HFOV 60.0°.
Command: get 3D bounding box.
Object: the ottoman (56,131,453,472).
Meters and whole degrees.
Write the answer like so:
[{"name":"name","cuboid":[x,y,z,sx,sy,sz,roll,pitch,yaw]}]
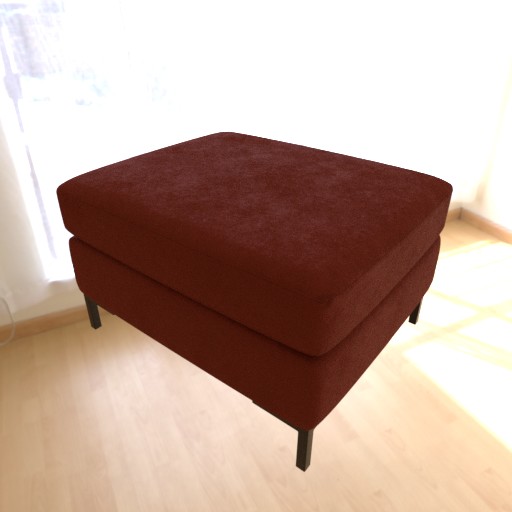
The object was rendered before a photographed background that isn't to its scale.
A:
[{"name":"ottoman","cuboid":[0.000,0.000,1.177,0.782,0.462,0.650,22,37,32]}]
